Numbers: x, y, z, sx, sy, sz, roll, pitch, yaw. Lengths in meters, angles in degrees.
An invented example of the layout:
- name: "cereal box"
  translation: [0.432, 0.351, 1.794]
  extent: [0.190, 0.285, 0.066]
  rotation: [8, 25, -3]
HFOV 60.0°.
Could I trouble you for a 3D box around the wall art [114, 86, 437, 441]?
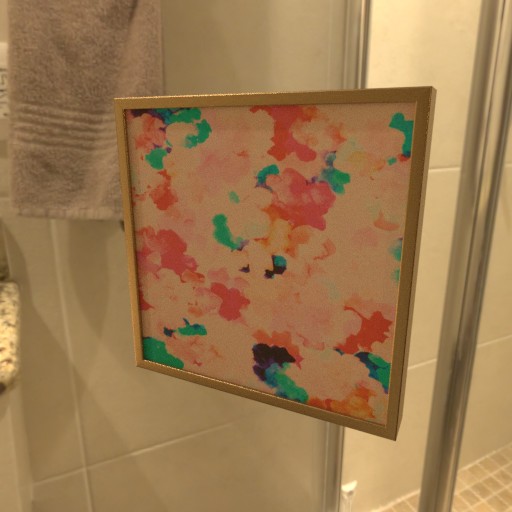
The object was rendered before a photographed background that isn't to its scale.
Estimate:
- name: "wall art"
  translation: [0.000, 0.000, 0.444]
  extent: [0.304, 0.305, 0.038]
  rotation: [8, 18, 25]
